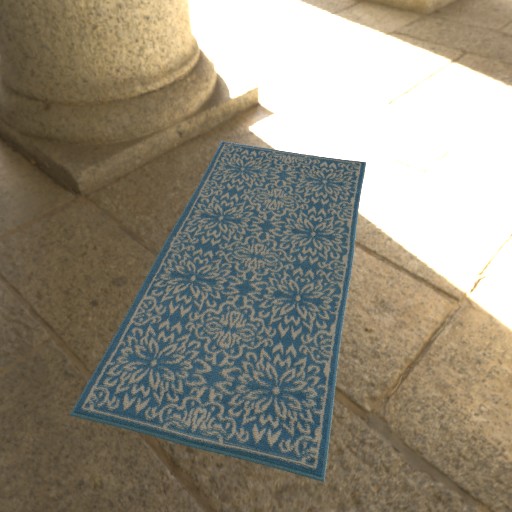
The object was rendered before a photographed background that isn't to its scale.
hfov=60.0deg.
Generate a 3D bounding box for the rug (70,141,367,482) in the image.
[{"bbox_3d":[0.000,0.000,1.402,0.604,0.007,1.219,10,47,10],"label":"rug"}]
